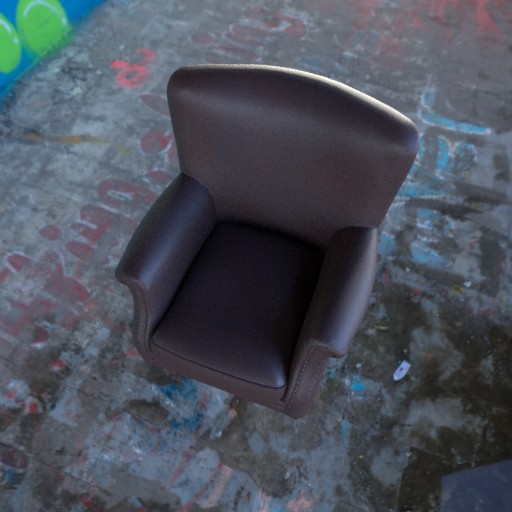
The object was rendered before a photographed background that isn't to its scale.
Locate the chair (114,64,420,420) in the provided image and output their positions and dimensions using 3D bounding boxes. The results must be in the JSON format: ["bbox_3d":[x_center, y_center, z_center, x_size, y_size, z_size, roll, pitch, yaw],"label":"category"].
[{"bbox_3d":[0.000,0.000,1.340,0.700,0.800,0.746,18,61,10],"label":"chair"}]
